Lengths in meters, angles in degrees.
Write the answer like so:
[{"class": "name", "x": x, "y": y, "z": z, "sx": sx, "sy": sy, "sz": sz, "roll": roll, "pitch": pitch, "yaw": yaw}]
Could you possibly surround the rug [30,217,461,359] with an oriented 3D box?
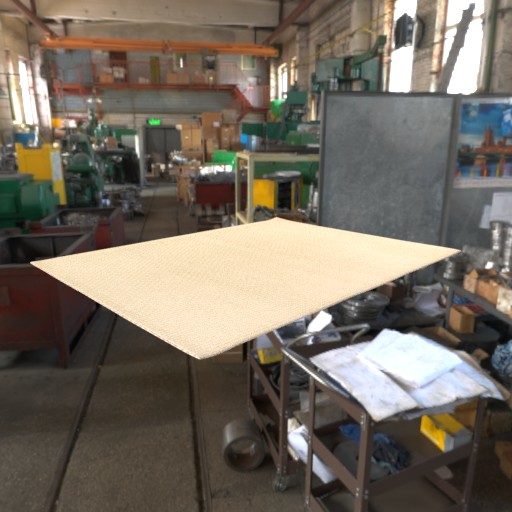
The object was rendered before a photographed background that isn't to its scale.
[{"class": "rug", "x": 0.000, "y": 0.000, "z": 3.761, "sx": 2.897, "sy": 0.035, "sz": 2.277, "roll": -14, "pitch": 20, "yaw": -42}]
